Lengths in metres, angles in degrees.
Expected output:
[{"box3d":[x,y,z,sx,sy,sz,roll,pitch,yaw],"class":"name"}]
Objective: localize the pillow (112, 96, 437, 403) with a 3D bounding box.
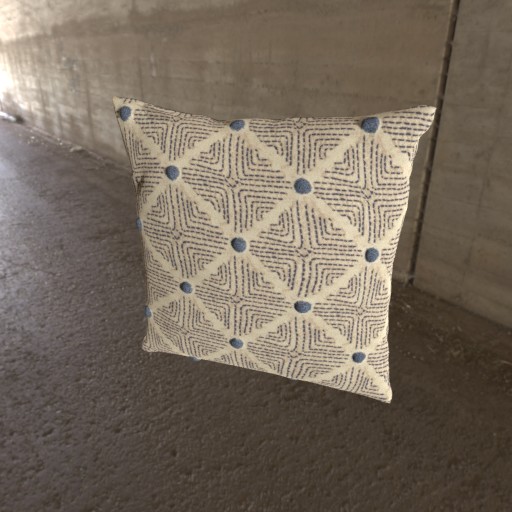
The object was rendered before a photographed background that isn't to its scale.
[{"box3d":[0.000,0.000,0.764,0.510,0.510,0.145,8,26,17],"class":"pillow"}]
